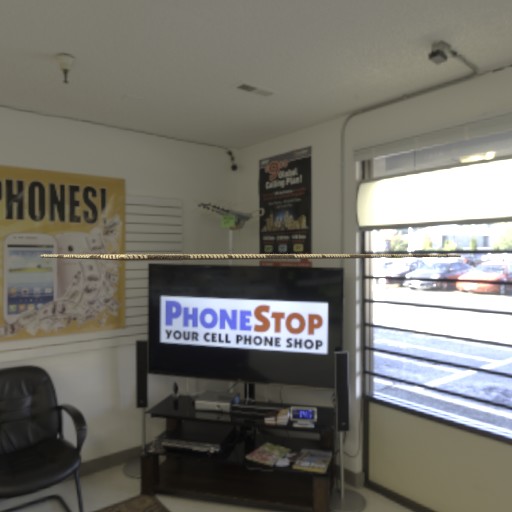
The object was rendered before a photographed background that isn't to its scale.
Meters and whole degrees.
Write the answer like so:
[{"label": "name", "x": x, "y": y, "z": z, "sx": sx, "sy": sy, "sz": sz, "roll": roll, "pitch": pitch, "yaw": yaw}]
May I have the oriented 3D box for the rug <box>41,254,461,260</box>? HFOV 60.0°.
[{"label": "rug", "x": 0.000, "y": 0.000, "z": 2.303, "sx": 1.833, "sy": 0.016, "sz": 1.210, "roll": 0, "pitch": 0, "yaw": -36}]
